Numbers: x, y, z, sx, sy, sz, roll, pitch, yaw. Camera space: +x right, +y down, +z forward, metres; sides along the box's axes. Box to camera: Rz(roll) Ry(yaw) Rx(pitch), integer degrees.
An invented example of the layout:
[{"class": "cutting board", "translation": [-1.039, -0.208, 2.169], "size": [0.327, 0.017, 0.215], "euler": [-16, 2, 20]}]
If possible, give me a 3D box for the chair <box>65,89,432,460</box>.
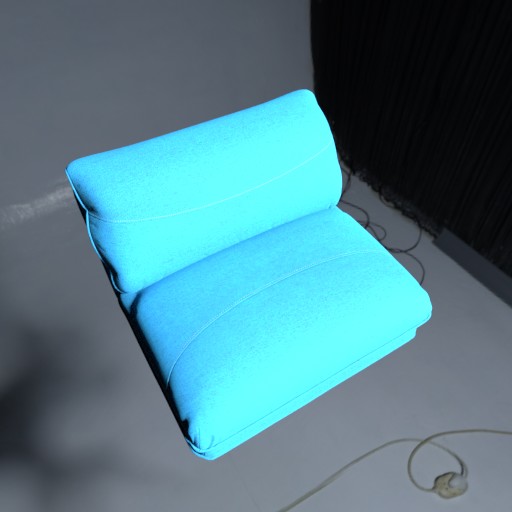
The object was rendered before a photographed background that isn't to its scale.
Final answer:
[{"class": "chair", "translation": [0.000, 0.000, 1.321], "size": [0.820, 0.580, 0.780], "euler": [-24, 53, -20]}]
